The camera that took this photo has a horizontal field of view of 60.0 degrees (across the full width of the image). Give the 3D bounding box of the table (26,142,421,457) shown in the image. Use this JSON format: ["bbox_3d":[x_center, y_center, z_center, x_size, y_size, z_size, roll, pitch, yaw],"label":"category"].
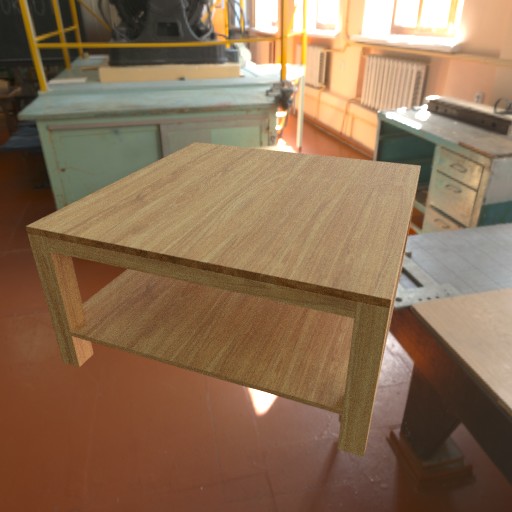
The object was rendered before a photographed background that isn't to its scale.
[{"bbox_3d":[0.000,0.000,1.453,0.900,0.450,0.900,11,30,19],"label":"table"}]
